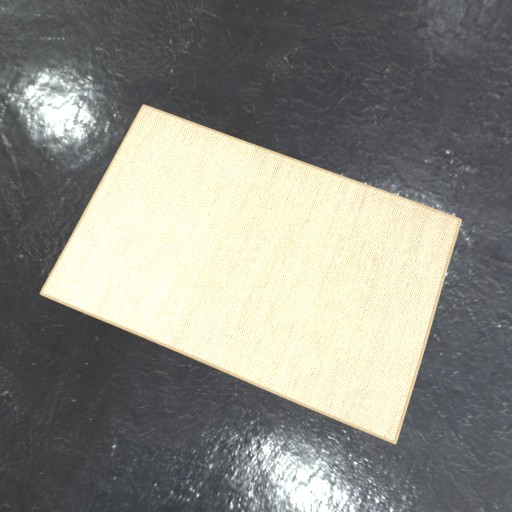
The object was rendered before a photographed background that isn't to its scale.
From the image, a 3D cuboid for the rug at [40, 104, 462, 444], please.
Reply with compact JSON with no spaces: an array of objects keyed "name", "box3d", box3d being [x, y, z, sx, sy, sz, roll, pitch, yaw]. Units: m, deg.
[{"name":"rug","box3d":[0.000,0.000,2.032,1.667,0.013,1.062,21,75,6]}]
